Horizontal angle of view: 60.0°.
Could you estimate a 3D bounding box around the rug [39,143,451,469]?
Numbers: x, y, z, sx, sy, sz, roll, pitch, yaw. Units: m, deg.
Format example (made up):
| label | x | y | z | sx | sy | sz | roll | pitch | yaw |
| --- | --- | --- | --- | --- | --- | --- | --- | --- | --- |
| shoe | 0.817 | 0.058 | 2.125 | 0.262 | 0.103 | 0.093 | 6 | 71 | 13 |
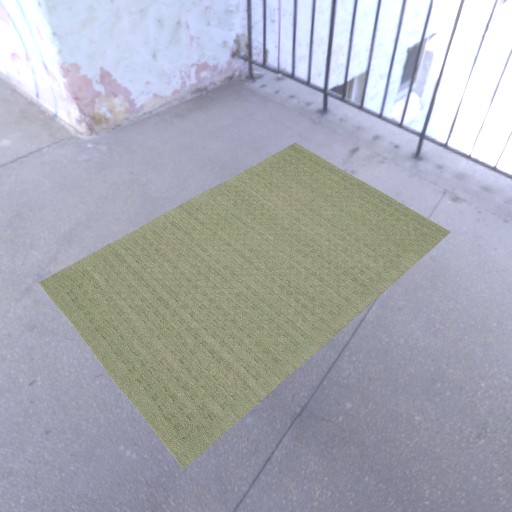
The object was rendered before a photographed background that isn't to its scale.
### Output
| label | x | y | z | sx | sy | sz | roll | pitch | yaw |
| --- | --- | --- | --- | --- | --- | --- | --- | --- | --- |
| rug | 0.000 | 0.000 | 2.218 | 1.747 | 0.006 | 1.143 | -34 | 56 | -27 |
